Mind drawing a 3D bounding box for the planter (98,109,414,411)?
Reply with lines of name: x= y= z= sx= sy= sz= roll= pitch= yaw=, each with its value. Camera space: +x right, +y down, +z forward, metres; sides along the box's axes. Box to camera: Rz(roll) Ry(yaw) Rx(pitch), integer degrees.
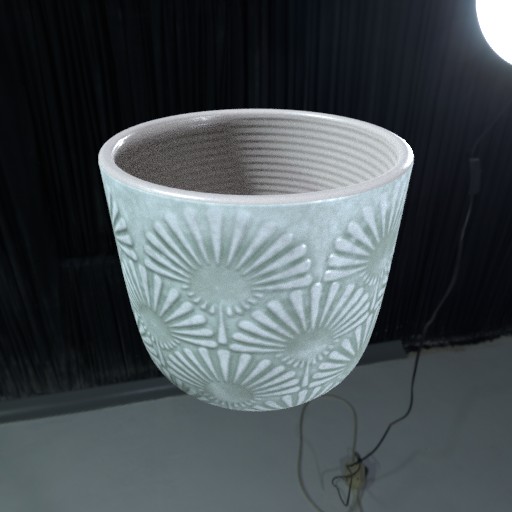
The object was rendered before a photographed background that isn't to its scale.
planter: x=0.000 y=0.000 z=0.208 sx=0.124 sy=0.109 sz=0.124 roll=0 pitch=30 yaw=0
